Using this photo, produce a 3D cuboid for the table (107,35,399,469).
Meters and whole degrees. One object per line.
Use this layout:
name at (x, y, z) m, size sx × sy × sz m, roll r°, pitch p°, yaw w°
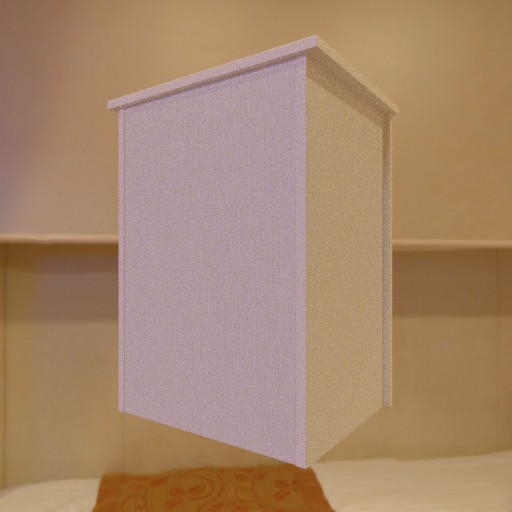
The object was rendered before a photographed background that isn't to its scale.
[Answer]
table at (0.000, 0.000, 0.929) m, size 0.480 × 0.635 × 0.381 m, roll 0°, pitch 0°, yaw 35°
